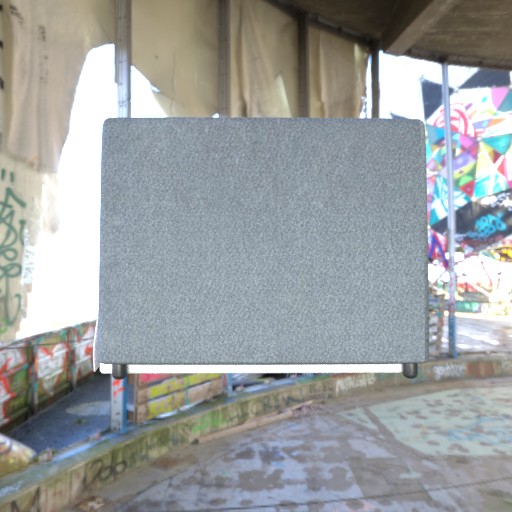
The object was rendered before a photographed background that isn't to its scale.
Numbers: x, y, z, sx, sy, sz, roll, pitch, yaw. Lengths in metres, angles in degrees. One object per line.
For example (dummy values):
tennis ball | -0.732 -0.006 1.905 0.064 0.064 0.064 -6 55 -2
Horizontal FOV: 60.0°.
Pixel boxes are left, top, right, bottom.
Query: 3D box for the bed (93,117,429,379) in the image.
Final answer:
bed | 0.000 0.000 3.260 1.723 1.330 2.142 0 -3 -1
